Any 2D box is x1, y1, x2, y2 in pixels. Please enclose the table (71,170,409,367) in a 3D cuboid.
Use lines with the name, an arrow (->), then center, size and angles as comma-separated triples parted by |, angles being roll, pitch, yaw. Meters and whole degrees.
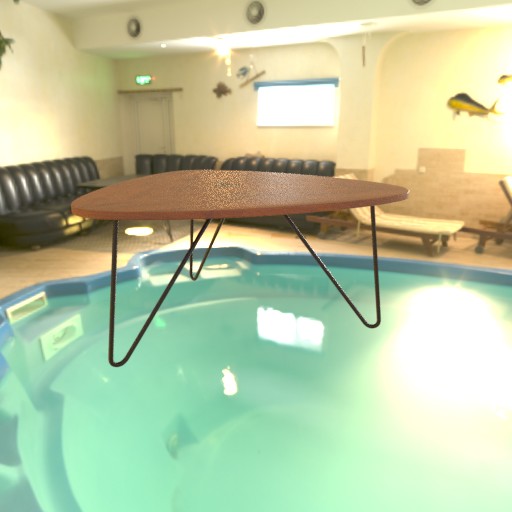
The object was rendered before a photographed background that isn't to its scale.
table -> 0.000, 0.000, 1.301 | 0.821, 0.413, 0.833 | 3, 17, 9
